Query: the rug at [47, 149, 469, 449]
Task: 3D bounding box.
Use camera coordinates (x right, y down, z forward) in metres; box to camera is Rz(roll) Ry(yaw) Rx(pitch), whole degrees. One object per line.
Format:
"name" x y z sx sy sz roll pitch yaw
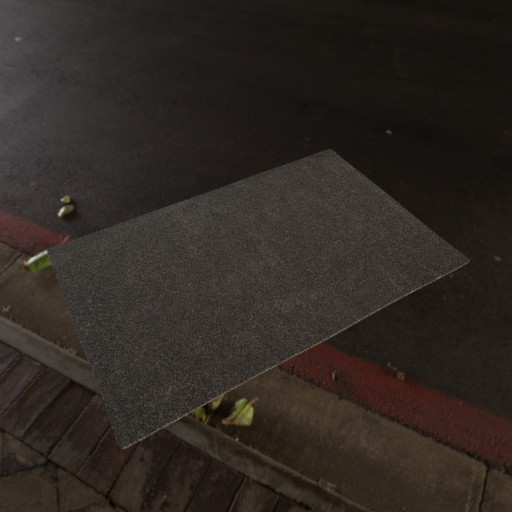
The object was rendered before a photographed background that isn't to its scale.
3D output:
"rug" 0.000 0.000 2.913 2.350 0.025 1.502 -23 51 -20
